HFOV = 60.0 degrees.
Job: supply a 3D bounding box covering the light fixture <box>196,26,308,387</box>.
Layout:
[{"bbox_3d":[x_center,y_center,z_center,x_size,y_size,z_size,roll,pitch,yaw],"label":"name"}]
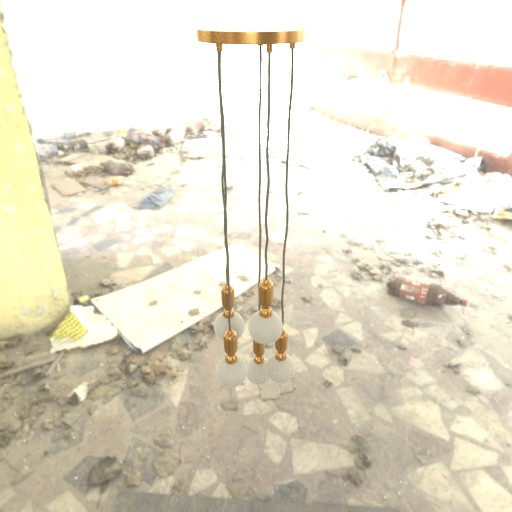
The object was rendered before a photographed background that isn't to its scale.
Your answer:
[{"bbox_3d":[0.000,0.000,0.499,0.105,0.457,0.108,-3,30,-5],"label":"light fixture"}]
